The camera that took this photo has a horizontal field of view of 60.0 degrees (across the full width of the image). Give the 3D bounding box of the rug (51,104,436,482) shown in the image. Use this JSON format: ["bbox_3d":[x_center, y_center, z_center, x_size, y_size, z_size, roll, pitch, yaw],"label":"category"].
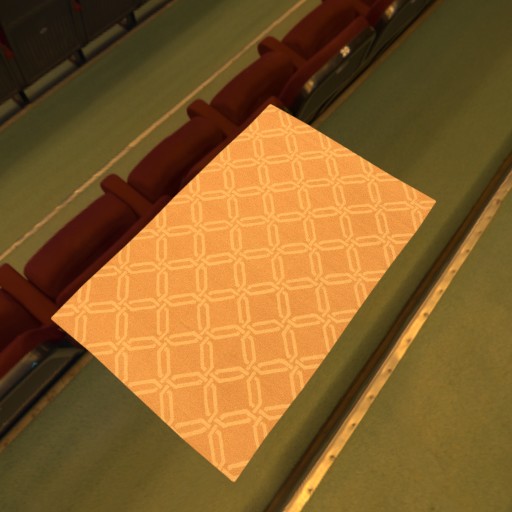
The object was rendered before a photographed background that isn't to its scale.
[{"bbox_3d":[0.000,0.000,2.263,1.146,0.010,1.745,35,69,16],"label":"rug"}]
